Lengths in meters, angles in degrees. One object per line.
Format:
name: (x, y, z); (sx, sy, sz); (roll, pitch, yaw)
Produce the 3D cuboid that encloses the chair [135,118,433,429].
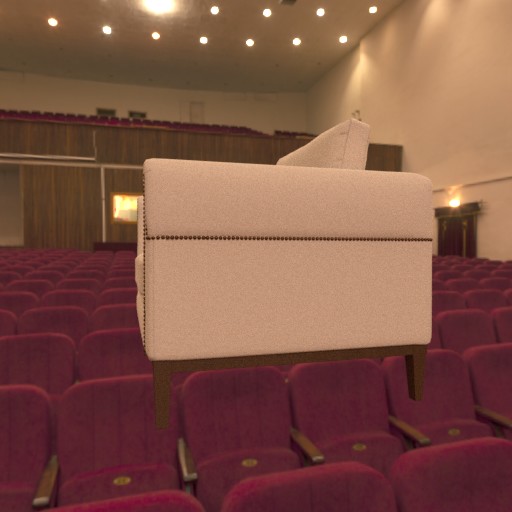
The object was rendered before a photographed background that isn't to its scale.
chair: (0.000, 0.000, 1.721); (0.896, 0.915, 0.982); (0, 1, -16)
